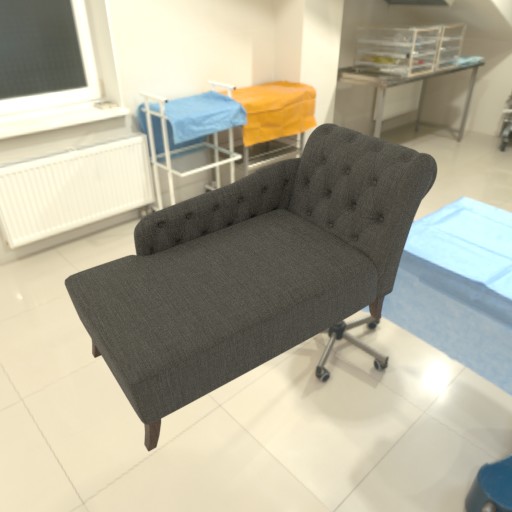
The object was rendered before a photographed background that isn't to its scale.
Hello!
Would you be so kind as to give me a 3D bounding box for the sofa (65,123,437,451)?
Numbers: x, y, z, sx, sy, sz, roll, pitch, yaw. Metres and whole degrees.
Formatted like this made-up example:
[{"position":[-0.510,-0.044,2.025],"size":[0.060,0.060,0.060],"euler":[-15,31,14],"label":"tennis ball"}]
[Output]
[{"position":[0.000,0.000,1.825],"size":[1.379,0.787,0.675],"euler":[-21,38,-30],"label":"sofa"}]
